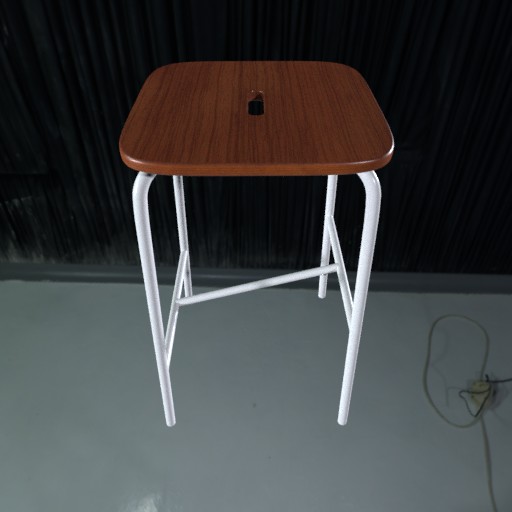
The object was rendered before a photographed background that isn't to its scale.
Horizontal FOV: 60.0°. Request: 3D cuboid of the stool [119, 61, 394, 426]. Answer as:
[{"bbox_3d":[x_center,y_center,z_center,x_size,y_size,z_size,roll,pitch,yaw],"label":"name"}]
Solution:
[{"bbox_3d":[0.000,0.000,0.856,0.376,0.610,0.376,0,42,0],"label":"stool"}]
